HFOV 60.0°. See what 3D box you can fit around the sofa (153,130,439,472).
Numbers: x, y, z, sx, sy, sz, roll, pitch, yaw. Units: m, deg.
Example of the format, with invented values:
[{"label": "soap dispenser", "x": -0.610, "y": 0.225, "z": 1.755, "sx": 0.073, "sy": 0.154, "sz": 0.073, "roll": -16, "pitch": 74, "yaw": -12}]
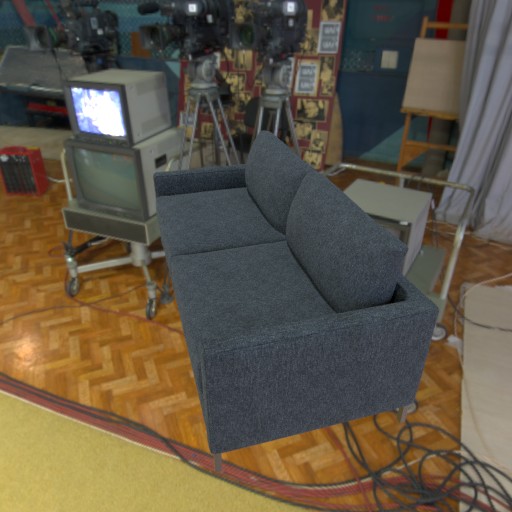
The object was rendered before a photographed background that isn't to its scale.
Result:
[{"label": "sofa", "x": 0.000, "y": 0.000, "z": 2.240, "sx": 0.866, "sy": 0.862, "sz": 1.716, "roll": -9, "pitch": 32, "yaw": -14}]
